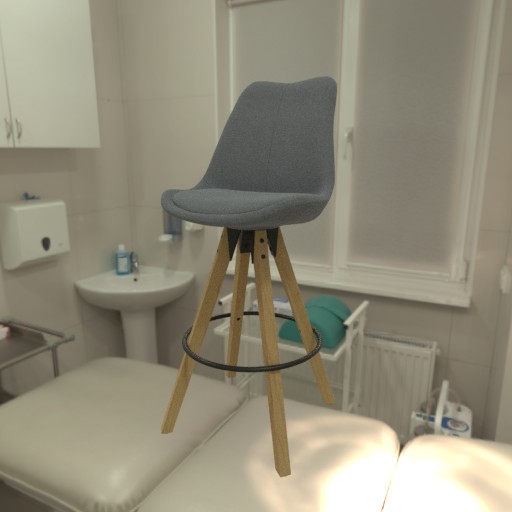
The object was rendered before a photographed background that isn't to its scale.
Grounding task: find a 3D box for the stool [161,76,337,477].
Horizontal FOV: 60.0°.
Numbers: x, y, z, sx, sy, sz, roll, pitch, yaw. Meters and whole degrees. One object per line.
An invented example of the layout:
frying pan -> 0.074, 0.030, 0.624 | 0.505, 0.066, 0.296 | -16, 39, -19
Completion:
stool -> 0.000, 0.000, 1.404 | 0.485, 1.115, 0.550 | 7, 15, 27
